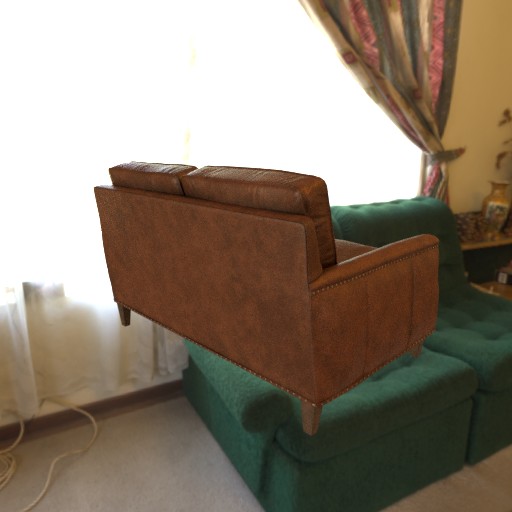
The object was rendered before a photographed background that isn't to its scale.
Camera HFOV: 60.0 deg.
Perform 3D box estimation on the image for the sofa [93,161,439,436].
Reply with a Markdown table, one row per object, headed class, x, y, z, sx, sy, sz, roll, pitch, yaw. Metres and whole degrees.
| class | x | y | z | sx | sy | sz | roll | pitch | yaw |
| --- | --- | --- | --- | --- | --- | --- | --- | --- | --- |
| sofa | 0.000 | 0.000 | 2.385 | 1.083 | 1.003 | 1.628 | -15 | 21 | -43 |
